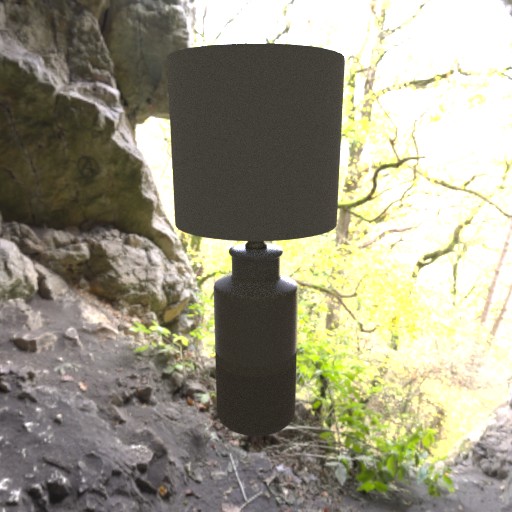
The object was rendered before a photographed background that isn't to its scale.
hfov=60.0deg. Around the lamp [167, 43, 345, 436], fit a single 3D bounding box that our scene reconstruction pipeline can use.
[{"bbox_3d":[0.000,0.000,0.602,0.212,0.493,0.212,-8,18,-27],"label":"lamp"}]
